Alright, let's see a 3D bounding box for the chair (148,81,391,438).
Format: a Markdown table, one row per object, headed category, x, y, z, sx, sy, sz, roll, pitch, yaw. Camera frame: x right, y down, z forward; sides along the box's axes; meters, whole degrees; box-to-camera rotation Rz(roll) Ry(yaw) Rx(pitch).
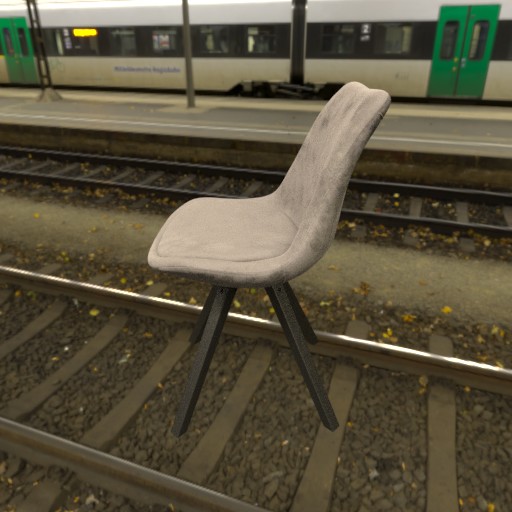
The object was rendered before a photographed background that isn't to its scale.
| category | x | y | z | sx | sy | sz | roll | pitch | yaw |
| --- | --- | --- | --- | --- | --- | --- | --- | --- | --- |
| chair | 0.000 | 0.000 | 1.182 | 0.550 | 0.850 | 0.485 | 0 | 26 | -1 |
